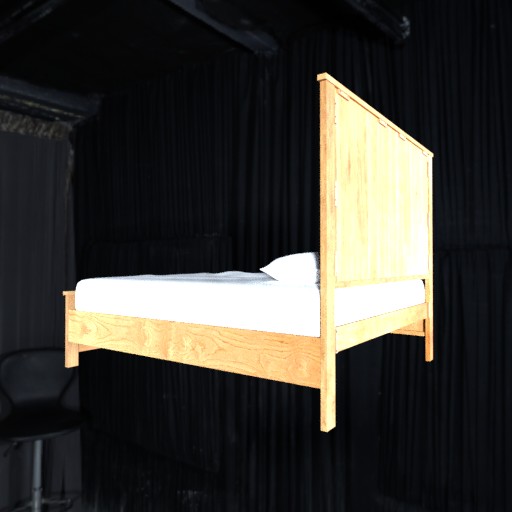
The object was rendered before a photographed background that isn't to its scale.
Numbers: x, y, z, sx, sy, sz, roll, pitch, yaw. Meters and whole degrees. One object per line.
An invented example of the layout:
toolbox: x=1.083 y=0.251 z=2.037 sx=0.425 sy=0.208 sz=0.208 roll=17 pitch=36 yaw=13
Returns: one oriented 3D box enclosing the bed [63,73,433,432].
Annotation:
bed: x=0.000 y=0.000 z=3.498 sx=2.201 sy=1.686 sz=1.936 roll=-1 pitch=-1 yaw=36
